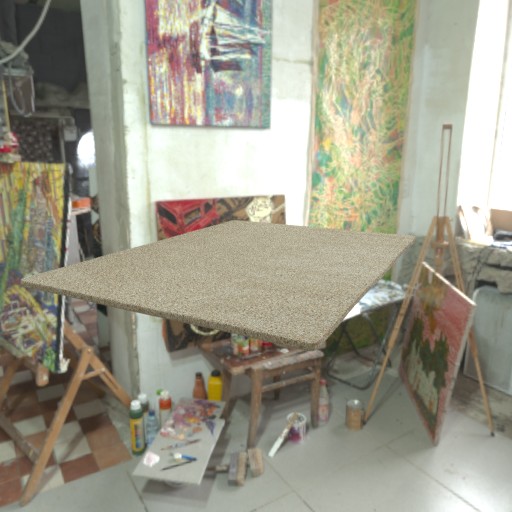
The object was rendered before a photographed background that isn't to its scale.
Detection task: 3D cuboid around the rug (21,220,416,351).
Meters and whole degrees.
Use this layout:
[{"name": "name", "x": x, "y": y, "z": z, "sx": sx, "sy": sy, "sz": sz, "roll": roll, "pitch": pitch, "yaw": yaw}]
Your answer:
[{"name": "rug", "x": 0.000, "y": 0.000, "z": 2.088, "sx": 1.199, "sy": 0.025, "sz": 1.600, "roll": 7, "pitch": 16, "yaw": 27}]
